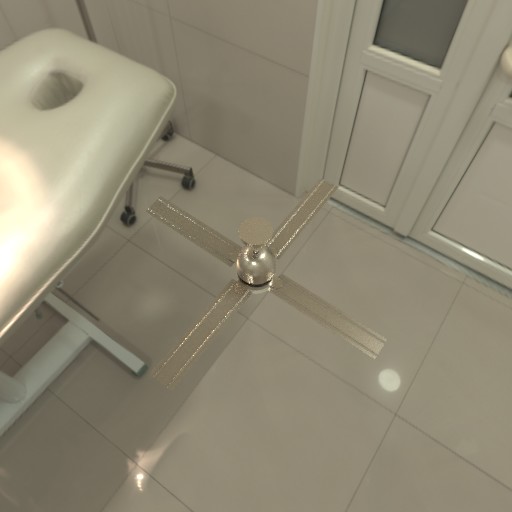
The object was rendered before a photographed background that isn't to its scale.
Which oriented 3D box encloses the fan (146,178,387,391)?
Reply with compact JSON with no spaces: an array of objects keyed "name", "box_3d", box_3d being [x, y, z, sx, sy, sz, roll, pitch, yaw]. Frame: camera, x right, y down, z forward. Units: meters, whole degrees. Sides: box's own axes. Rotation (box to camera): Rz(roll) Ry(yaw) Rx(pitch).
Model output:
[{"name":"fan","box_3d":[0.000,0.000,2.018,1.346,0.406,1.346,31,63,17]}]
